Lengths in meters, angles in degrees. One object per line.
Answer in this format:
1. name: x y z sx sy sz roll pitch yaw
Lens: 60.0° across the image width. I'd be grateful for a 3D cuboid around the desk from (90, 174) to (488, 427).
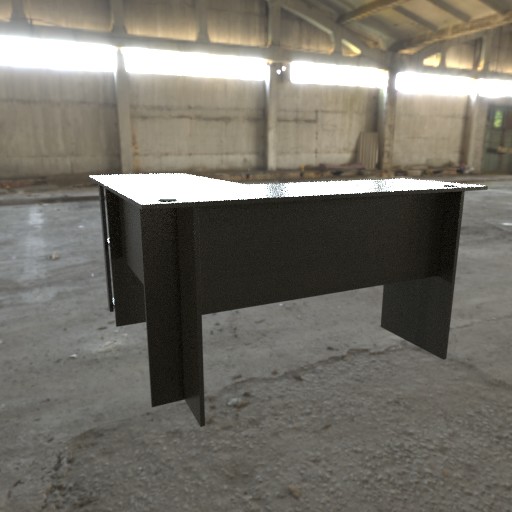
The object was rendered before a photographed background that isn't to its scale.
1. desk: 0.000 0.000 2.091 1.303 0.716 1.361 -6 15 -25
